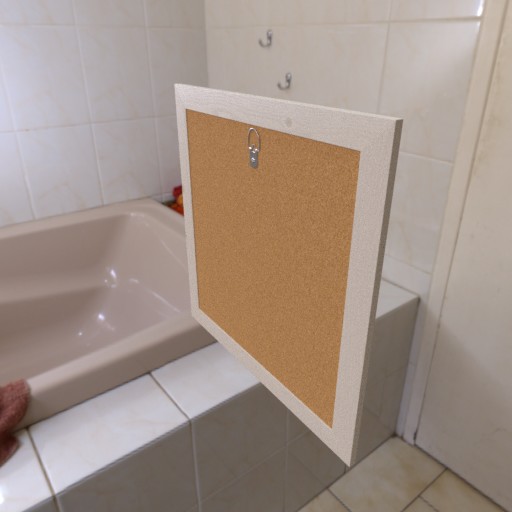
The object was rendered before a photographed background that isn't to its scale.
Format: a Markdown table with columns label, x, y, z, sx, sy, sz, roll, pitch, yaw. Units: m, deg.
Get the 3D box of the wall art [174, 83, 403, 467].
| label | x | y | z | sx | sy | sz | roll | pitch | yaw |
| --- | --- | --- | --- | --- | --- | --- | --- | --- | --- |
| wall art | 0.000 | 0.000 | 0.847 | 0.015 | 0.577 | 0.572 | -17 | 31 | -31 |
